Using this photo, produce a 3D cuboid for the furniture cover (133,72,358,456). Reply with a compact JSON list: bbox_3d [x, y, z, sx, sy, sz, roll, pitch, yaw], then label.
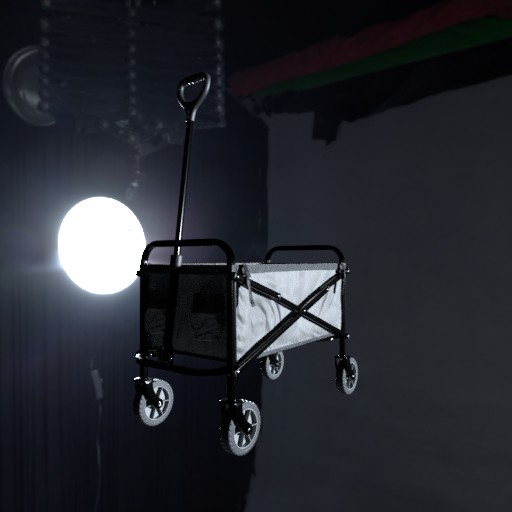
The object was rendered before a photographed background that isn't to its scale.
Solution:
[{"bbox_3d":[0.000,0.000,1.880,0.532,1.295,1.038,0,-1,37],"label":"furniture cover"}]
